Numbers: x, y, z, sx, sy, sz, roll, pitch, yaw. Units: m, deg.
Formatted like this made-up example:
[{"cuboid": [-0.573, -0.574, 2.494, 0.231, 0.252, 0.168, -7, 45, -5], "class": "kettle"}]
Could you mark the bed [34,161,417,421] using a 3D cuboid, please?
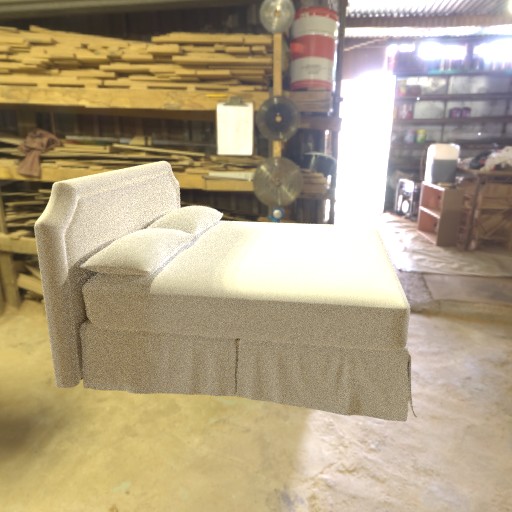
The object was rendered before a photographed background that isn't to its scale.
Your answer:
[{"cuboid": [0.000, 0.000, 3.444, 2.204, 1.301, 2.160, 3, 17, 9], "class": "bed"}]
